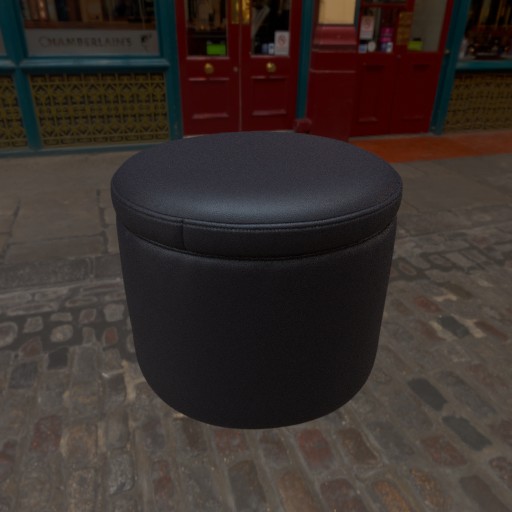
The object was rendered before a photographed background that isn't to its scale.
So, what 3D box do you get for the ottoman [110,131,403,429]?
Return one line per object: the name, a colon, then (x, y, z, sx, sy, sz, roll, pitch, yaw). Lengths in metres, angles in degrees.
ottoman: (0.000, 0.000, 0.861, 0.501, 0.409, 0.501, 0, 27, 0)
